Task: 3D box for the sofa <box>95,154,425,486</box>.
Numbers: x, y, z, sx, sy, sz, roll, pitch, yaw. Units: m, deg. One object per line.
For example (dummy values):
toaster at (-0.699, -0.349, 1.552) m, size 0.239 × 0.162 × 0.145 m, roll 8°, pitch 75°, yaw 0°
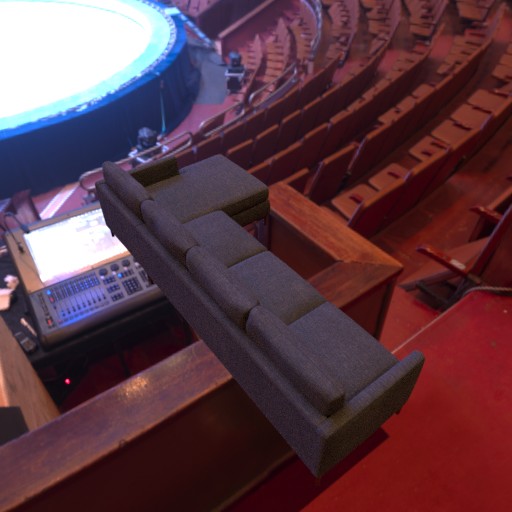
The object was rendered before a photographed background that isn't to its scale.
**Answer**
sofa at (0.000, 0.000, 3.416) m, size 1.350 × 0.810 × 2.932 m, roll -27°, pitch 48°, yaw -27°
